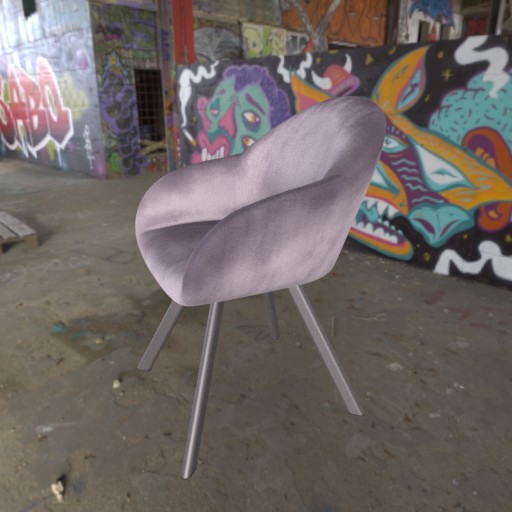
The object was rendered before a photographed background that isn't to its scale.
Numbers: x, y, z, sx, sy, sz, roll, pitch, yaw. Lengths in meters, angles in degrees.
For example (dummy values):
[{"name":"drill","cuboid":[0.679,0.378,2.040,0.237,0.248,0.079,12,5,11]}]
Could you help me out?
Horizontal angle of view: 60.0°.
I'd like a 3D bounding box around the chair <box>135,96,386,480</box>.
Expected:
[{"name":"chair","cuboid":[0.000,0.000,1.165,0.590,0.795,0.550,-9,21,-24]}]
